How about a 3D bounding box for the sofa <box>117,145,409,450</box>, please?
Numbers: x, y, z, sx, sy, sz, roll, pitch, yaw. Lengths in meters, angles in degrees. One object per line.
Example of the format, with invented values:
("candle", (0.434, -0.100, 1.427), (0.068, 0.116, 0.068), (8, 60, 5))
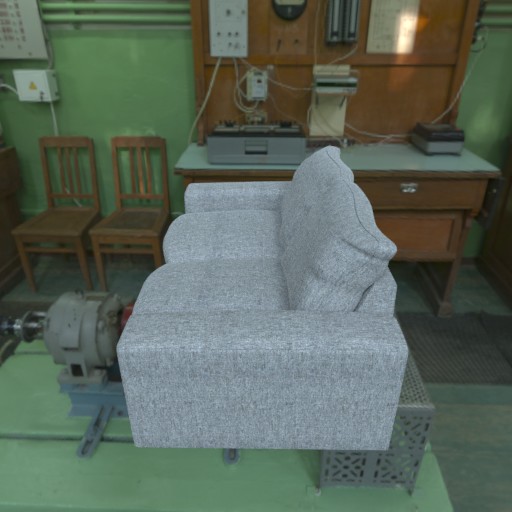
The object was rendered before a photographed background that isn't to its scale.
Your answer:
("sofa", (0.000, 0.000, 2.361), (1.094, 0.877, 1.758), (0, 28, 1))
